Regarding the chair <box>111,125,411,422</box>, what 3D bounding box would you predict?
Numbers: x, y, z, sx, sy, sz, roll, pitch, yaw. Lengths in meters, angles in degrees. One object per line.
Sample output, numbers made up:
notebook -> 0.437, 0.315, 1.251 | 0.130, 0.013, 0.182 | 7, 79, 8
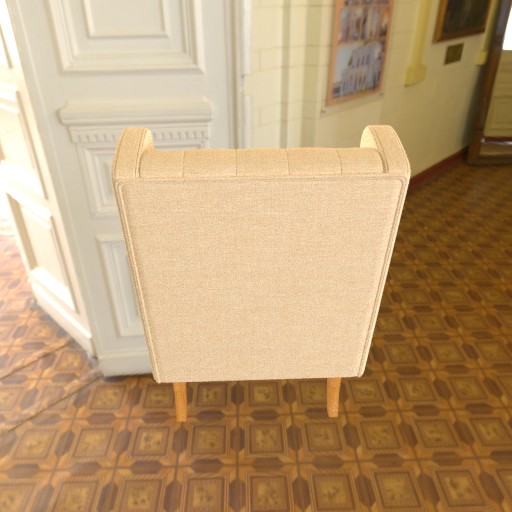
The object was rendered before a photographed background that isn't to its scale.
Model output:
chair -> 0.000, 0.000, 1.447 | 0.710, 0.930, 0.760 | -1, 31, -2
